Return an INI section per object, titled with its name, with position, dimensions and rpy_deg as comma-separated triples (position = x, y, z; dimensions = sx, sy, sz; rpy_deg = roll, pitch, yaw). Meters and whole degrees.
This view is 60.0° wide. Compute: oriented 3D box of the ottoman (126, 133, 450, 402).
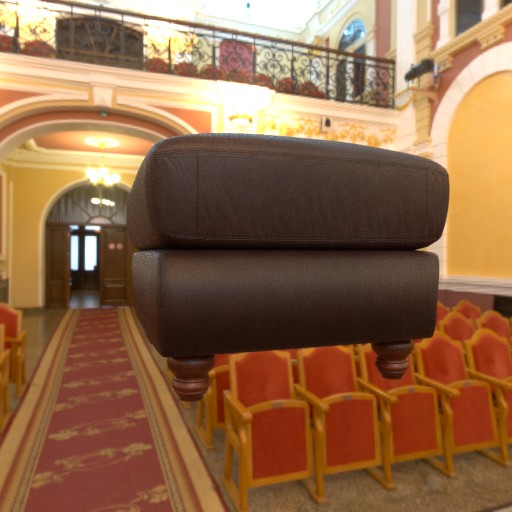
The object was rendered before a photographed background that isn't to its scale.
[ottoman]
position = 0.000, 0.000, 1.243
dimensions = 0.670, 0.569, 0.806
rpy_deg = 0, 0, -19
